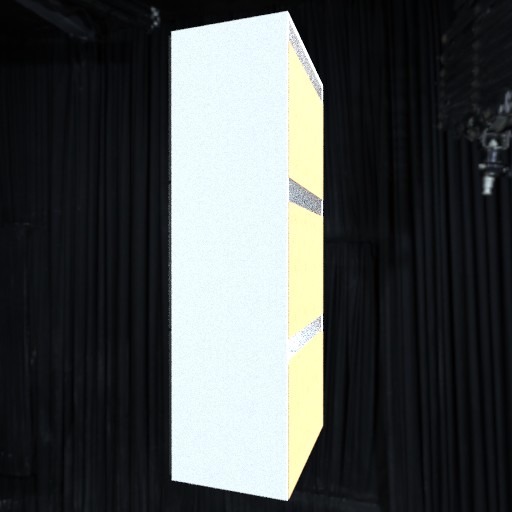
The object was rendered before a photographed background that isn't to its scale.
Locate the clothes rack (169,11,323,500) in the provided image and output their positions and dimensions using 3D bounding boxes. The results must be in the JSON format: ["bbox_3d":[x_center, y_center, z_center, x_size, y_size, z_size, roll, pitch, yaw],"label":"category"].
[{"bbox_3d":[0.000,0.000,1.363,0.330,1.187,0.500,0,0,18],"label":"clothes rack"}]
